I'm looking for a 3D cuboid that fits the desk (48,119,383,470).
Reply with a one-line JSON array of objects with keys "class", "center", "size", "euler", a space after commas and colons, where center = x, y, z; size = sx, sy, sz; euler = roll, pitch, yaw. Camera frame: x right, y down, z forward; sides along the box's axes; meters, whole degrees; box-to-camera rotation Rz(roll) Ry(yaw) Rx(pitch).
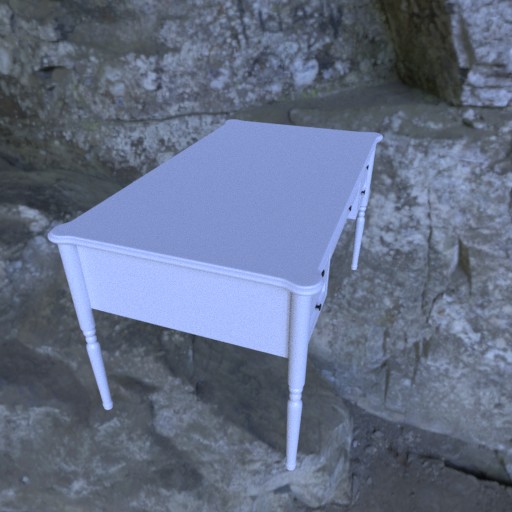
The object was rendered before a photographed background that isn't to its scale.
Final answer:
[{"class": "desk", "center": [0.000, 0.000, 1.884], "size": [0.807, 0.762, 1.380], "euler": [11, 33, 17]}]
